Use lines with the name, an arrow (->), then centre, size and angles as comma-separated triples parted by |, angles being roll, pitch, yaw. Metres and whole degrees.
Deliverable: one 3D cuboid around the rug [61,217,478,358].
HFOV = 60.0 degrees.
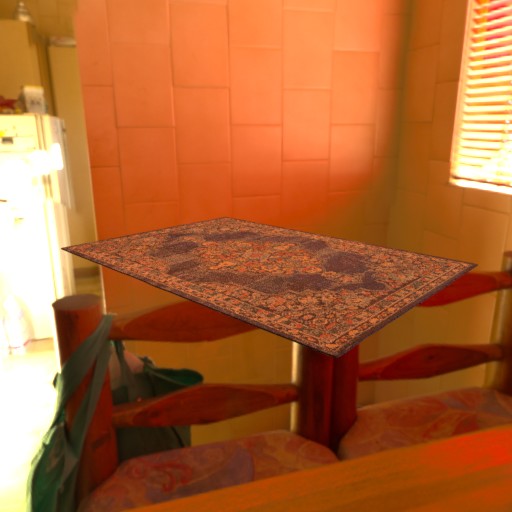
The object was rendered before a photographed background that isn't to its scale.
rug -> 0.000, 0.000, 3.758 | 2.940, 0.011, 2.053 | 14, 21, 41
